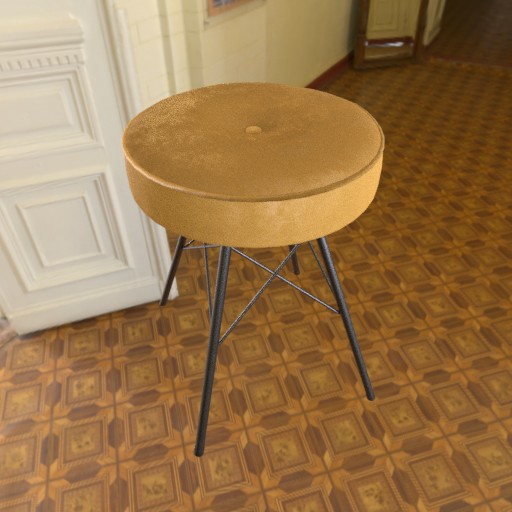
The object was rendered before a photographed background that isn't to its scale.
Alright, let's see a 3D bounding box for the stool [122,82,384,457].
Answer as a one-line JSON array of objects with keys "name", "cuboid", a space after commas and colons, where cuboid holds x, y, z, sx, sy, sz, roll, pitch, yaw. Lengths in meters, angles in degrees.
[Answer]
[{"name": "stool", "cuboid": [0.000, 0.000, 0.918, 0.438, 0.595, 0.472, -11, 42, -12]}]
